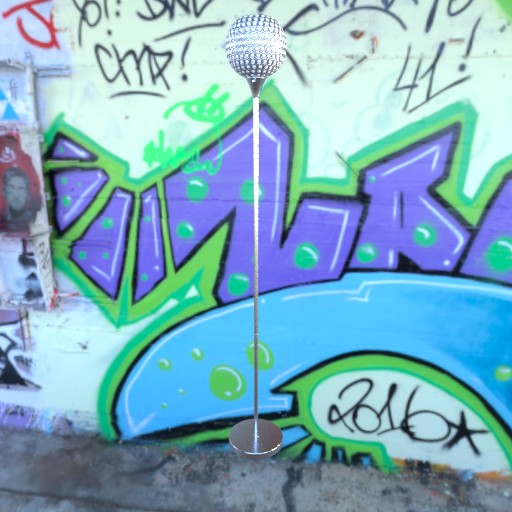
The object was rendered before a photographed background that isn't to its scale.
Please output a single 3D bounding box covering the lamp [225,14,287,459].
[{"bbox_3d":[0.000,0.000,1.862,0.254,1.805,0.254,0,15,0],"label":"lamp"}]
